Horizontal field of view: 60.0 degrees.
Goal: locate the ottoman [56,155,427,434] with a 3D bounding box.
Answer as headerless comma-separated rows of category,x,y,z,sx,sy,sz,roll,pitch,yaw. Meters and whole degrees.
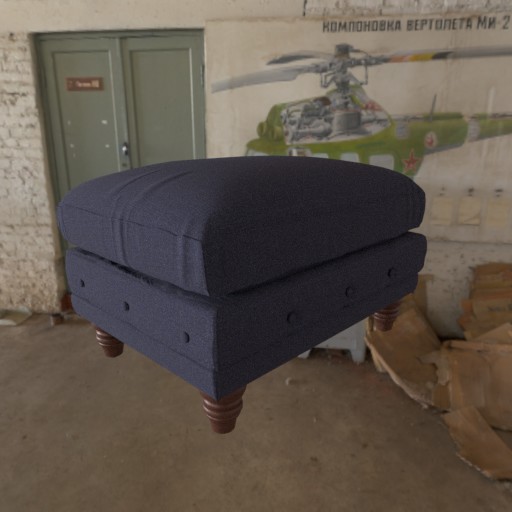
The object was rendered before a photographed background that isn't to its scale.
ottoman,0.000,0.000,1.120,0.558,0.486,0.767,15,22,42
